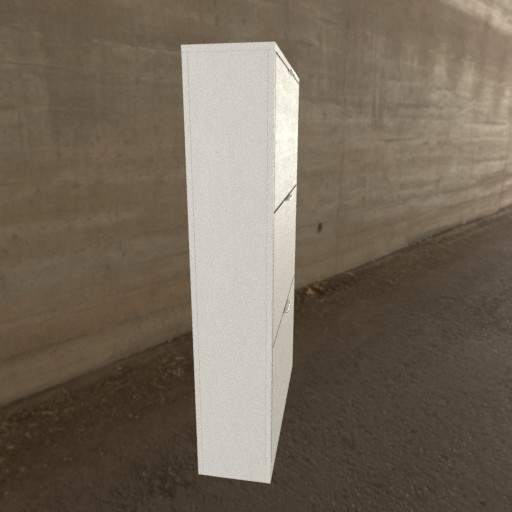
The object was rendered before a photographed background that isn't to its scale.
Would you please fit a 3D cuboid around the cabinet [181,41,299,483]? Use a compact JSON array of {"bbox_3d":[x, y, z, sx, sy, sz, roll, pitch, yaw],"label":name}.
[{"bbox_3d":[0.000,0.000,1.608,0.250,1.280,0.750,3,16,9],"label":"cabinet"}]
